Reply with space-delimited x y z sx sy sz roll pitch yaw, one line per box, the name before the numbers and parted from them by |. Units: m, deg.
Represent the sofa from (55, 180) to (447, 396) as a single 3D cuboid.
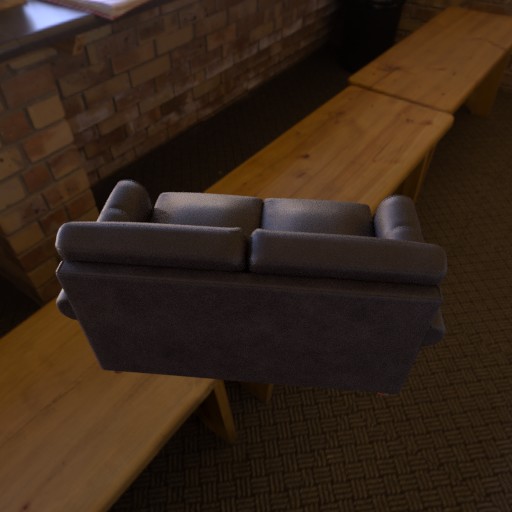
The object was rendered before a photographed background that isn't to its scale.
sofa | 0.000 0.000 2.307 1.663 0.979 1.030 4 46 4
